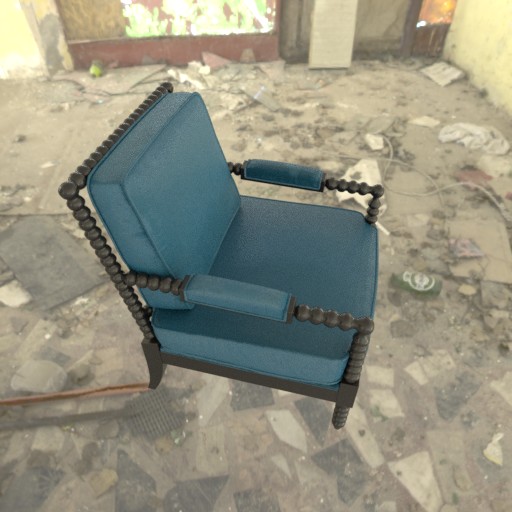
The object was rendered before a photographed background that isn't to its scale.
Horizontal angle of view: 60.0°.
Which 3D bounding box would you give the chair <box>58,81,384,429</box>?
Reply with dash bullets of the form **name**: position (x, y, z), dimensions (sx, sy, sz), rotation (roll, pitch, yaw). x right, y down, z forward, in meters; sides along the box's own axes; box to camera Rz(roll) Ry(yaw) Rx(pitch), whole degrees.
- **chair**: position (0.000, 0.000, 1.457), dimensions (0.805, 0.857, 0.688), rotation (10, 45, 10)
